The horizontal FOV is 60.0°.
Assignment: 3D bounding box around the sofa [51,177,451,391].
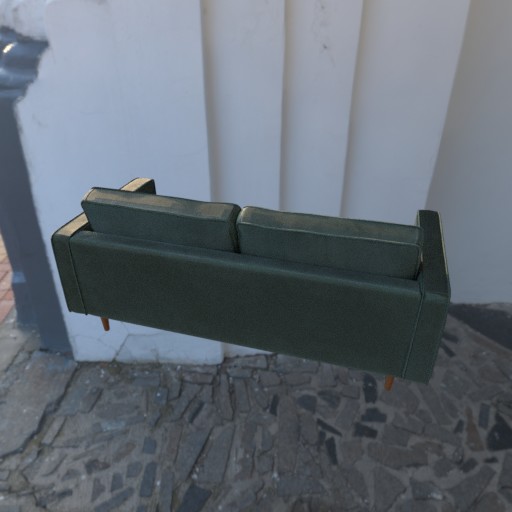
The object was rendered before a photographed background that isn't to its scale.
[{"bbox_3d":[0.000,0.000,2.328,1.816,0.781,0.886,9,32,14],"label":"sofa"}]
